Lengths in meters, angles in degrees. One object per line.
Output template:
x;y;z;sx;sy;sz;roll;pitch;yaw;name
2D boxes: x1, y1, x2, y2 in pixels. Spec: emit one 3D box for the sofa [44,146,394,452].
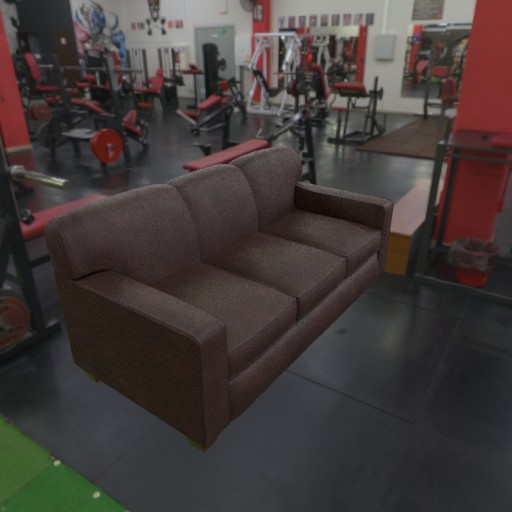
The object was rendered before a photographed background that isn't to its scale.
0.000;0.000;2.677;1.008;0.953;2.039;17;31;32;sofa
